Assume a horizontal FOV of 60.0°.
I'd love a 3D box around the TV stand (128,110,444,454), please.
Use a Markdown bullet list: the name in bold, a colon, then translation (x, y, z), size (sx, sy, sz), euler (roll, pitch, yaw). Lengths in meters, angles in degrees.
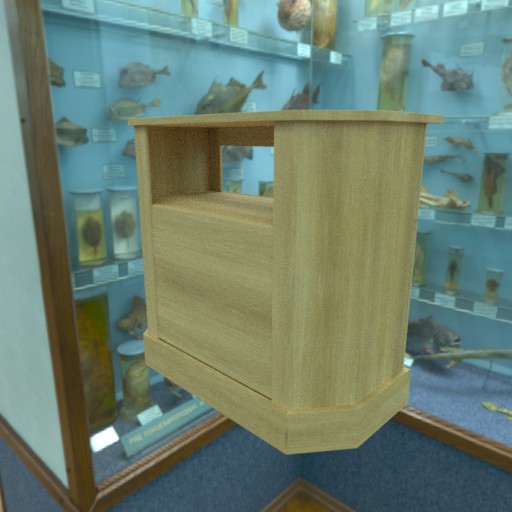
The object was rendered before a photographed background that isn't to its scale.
- **TV stand**: translation (0.000, 0.000, 1.310), size (0.851, 0.781, 0.425), euler (14, 21, 43)
